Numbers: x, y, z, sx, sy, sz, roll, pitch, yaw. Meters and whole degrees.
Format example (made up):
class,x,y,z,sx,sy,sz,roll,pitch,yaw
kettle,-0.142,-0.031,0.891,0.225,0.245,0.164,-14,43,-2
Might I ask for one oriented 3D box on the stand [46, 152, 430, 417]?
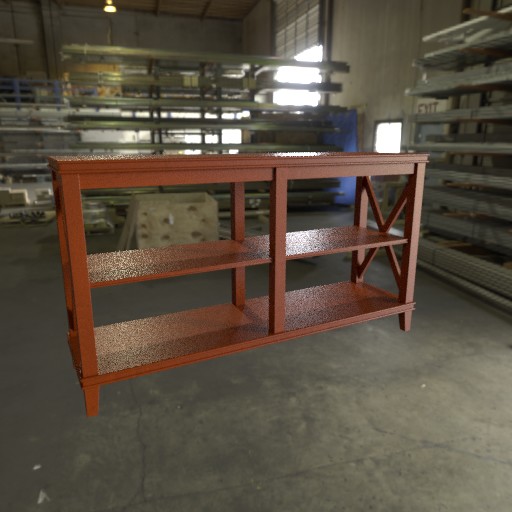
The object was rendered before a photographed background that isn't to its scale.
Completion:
class,x,y,z,sx,sy,sz,roll,pitch,yaw
stand,0.000,0.000,1.711,1.372,0.762,0.381,-8,16,-27
